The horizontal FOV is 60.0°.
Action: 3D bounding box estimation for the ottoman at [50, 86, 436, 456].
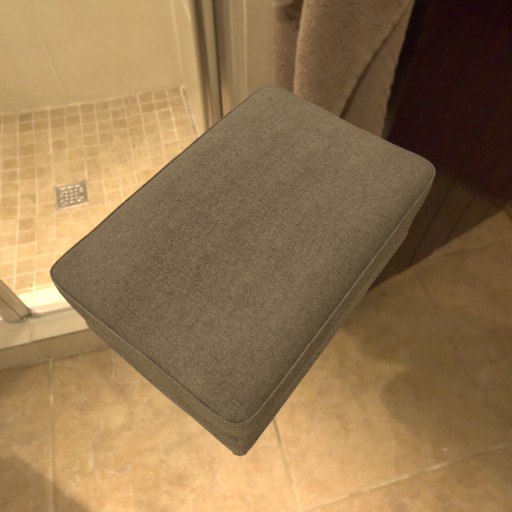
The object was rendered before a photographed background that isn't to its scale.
[{"bbox_3d":[0.000,0.000,1.164,0.561,0.457,0.813,33,63,19],"label":"ottoman"}]
